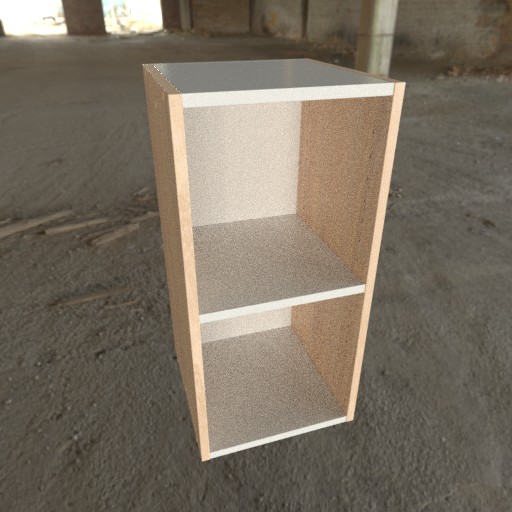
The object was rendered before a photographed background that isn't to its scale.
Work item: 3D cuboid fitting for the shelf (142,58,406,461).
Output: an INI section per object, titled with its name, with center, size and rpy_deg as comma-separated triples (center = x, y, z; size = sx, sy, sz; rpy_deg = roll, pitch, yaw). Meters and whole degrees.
[shelf]
center = 0.000, 0.000, 0.769
size = 0.290, 0.594, 0.297
rpy_deg = -9, 31, -15
